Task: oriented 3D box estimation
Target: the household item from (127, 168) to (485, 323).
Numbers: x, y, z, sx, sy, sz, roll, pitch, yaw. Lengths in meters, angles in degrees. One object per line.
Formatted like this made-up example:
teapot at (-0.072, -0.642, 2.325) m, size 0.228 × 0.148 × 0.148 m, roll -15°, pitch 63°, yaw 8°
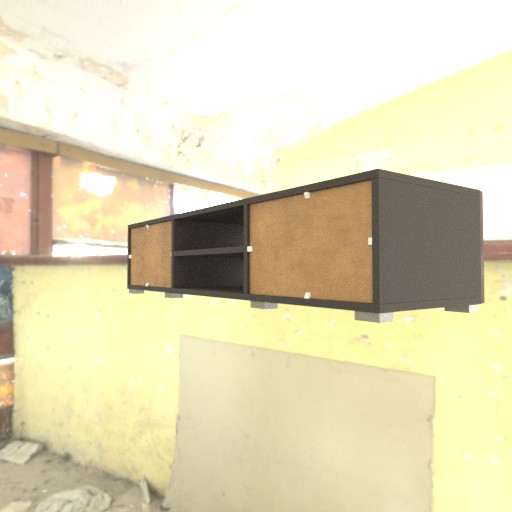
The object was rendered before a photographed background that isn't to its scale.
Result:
household item at (0.000, 0.000, 1.573) m, size 0.420 × 0.310 × 1.400 m, roll 1°, pitch -2°, yaw -36°
